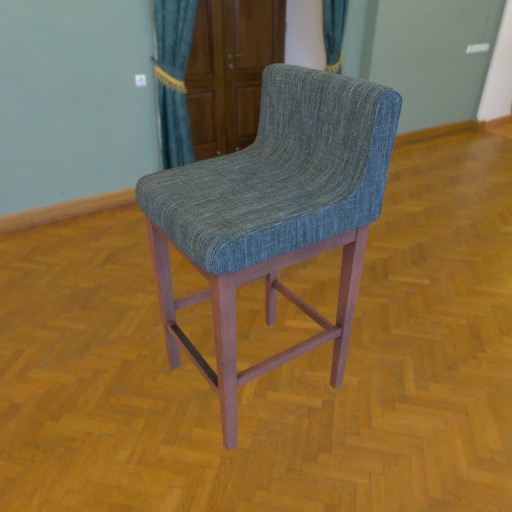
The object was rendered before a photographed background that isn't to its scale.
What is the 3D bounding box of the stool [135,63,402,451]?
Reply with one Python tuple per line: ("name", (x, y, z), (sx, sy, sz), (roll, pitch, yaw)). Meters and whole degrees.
("stool", (0.000, 0.000, 1.116), (0.459, 0.835, 0.395), (-19, 37, -28))
